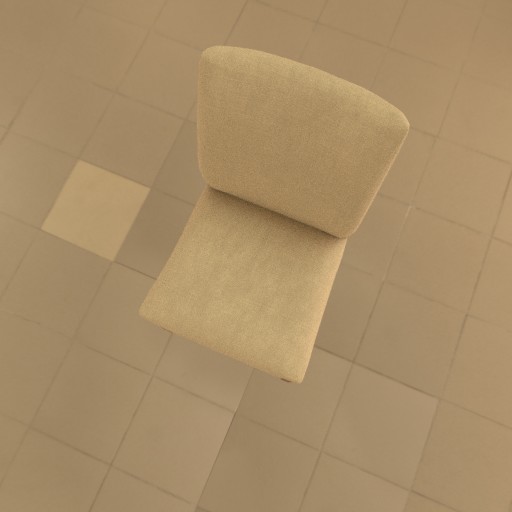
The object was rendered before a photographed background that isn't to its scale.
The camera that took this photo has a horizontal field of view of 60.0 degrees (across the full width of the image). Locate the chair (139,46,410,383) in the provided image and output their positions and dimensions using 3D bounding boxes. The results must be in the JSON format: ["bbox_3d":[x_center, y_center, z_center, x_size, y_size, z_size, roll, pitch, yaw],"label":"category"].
[{"bbox_3d":[0.000,0.000,1.245,0.496,0.940,0.585,22,78,5],"label":"chair"}]
